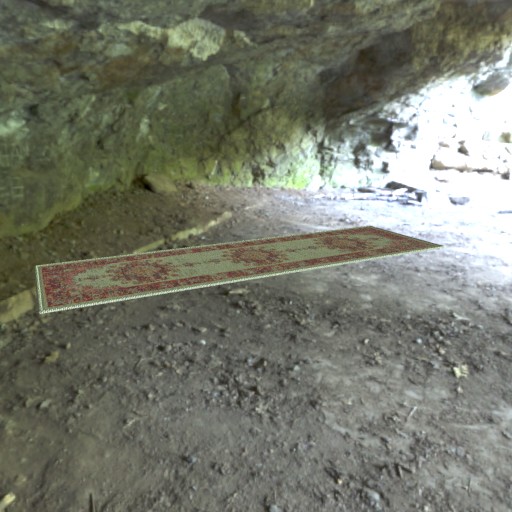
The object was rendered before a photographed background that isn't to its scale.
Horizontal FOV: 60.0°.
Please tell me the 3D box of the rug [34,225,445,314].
[{"bbox_3d":[0.000,0.000,2.034,1.824,0.009,0.562,-8,18,-26],"label":"rug"}]
